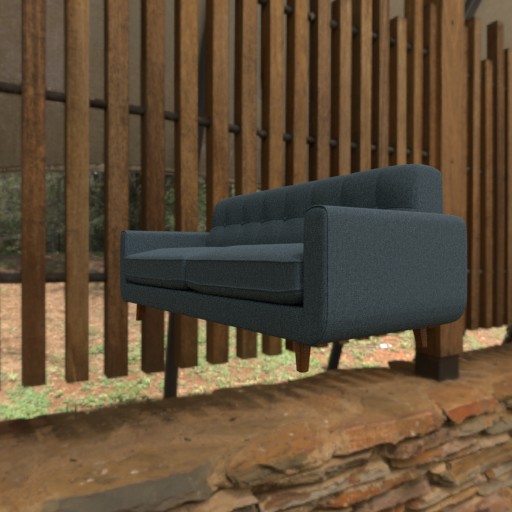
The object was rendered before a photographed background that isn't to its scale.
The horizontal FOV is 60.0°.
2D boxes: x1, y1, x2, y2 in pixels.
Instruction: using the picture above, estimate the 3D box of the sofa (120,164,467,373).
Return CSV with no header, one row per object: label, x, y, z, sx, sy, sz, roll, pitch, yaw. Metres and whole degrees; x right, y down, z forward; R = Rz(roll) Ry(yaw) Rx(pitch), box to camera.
sofa,0.000,0.000,2.599,0.942,0.884,2.055,0,0,-36
